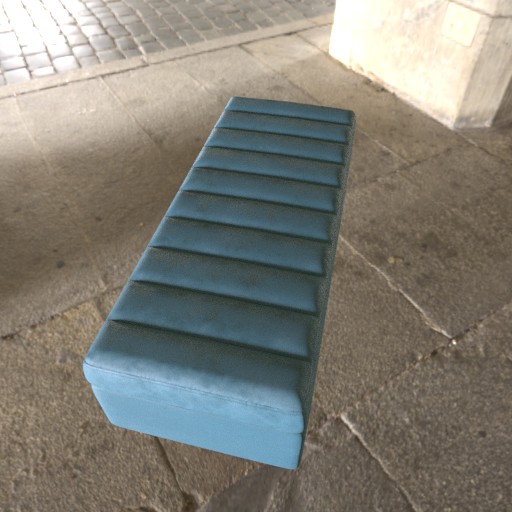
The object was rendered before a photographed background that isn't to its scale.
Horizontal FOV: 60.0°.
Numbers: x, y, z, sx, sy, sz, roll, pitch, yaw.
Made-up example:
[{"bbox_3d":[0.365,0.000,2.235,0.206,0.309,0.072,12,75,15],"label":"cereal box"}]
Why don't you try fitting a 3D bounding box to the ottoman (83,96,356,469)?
[{"bbox_3d":[0.000,0.000,1.387,0.482,0.469,1.151,10,48,9],"label":"ottoman"}]
